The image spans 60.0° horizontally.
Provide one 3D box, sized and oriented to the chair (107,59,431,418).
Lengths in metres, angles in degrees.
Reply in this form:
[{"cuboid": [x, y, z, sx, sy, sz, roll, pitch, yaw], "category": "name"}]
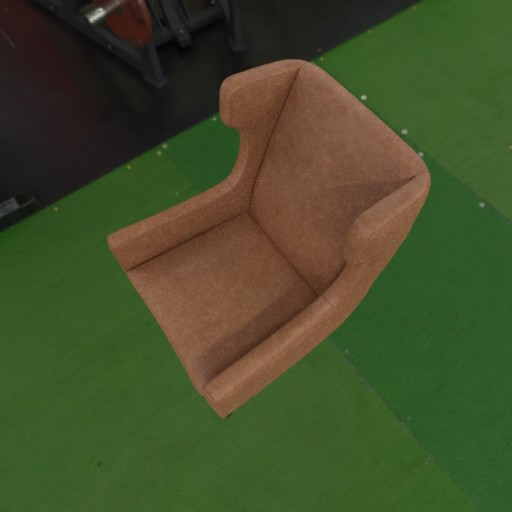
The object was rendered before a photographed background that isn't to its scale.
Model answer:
[{"cuboid": [0.000, 0.000, 1.694, 0.899, 1.079, 0.766, -32, 67, -15], "category": "chair"}]
